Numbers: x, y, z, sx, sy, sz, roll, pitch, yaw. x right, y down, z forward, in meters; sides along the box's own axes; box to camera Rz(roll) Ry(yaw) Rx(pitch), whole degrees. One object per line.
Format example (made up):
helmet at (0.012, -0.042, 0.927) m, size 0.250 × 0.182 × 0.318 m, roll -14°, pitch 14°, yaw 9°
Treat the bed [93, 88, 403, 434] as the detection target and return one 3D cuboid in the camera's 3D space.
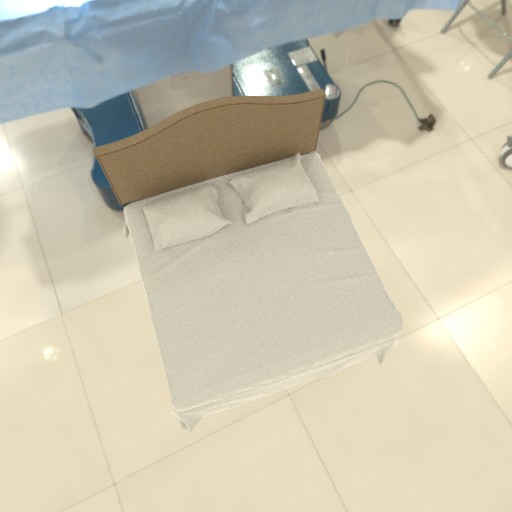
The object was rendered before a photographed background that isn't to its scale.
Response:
bed at (0.000, 0.000, 3.802) m, size 2.311 × 1.651 × 2.222 m, roll -17°, pitch 66°, yaw -8°
